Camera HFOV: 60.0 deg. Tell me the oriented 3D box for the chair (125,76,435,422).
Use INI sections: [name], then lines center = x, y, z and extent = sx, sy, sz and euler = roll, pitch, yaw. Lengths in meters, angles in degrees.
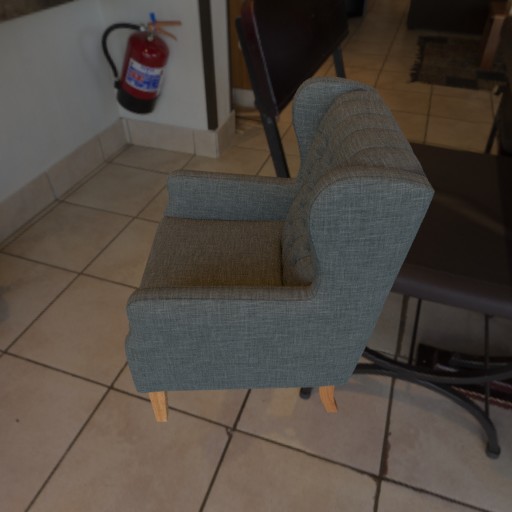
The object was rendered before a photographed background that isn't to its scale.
[chair]
center = 0.000, 0.000, 1.452
extent = 0.775, 0.953, 0.711
euler = 0, 40, 0
